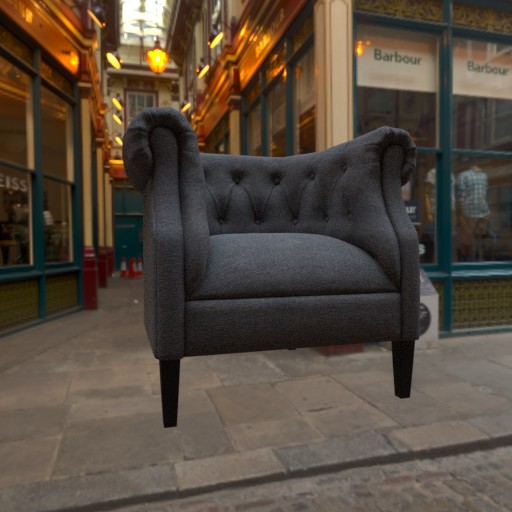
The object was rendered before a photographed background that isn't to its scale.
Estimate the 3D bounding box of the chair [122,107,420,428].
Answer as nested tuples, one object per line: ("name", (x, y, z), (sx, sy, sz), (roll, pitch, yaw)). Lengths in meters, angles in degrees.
("chair", (0.000, 0.000, 1.569), (0.905, 0.827, 0.852), (-1, 2, -17))
